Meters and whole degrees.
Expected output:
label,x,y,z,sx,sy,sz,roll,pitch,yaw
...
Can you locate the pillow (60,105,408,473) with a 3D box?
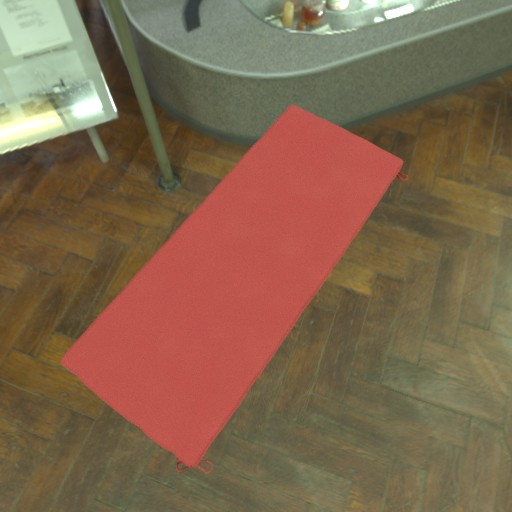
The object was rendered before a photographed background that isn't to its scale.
label,x,y,z,sx,sy,sz,roll,pitch,yaw
pillow,0.000,0.000,1.350,0.492,0.081,1.187,32,67,15
